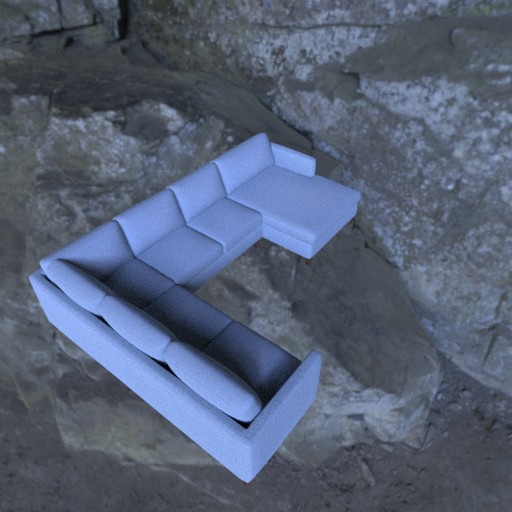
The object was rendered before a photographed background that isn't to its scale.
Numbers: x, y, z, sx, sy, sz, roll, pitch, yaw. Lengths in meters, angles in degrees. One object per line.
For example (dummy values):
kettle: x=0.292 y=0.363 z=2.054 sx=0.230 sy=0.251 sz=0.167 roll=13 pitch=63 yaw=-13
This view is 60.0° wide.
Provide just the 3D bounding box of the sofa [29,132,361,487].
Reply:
sofa: x=0.000 y=0.000 z=4.497 sx=2.551 sy=0.889 sz=3.403 roll=27 pitch=48 yaw=27
